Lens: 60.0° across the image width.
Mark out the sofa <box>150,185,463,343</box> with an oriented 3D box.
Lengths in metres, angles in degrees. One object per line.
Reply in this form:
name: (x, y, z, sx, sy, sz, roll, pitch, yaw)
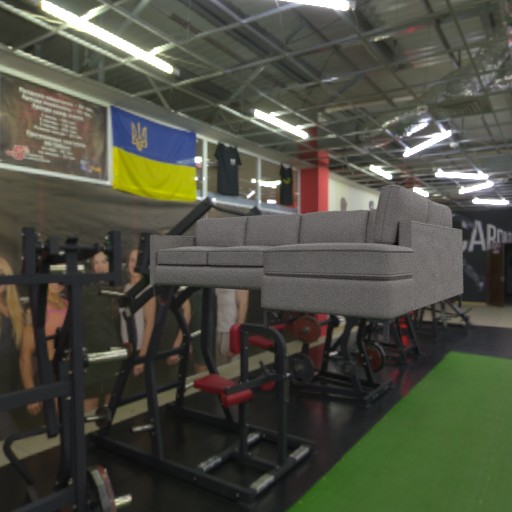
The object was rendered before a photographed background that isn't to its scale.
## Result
sofa: (0.000, 0.000, 4.247, 3.331, 0.964, 2.077, 0, 0, 36)
